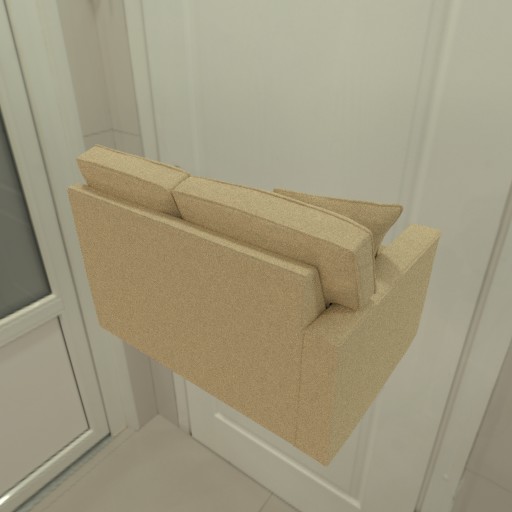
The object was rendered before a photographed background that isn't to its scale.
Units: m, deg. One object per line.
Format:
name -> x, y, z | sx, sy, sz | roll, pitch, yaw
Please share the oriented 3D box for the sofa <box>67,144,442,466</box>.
sofa -> 0.000, 0.000, 2.087 | 1.388, 0.989, 0.991 | 20, 36, 31
